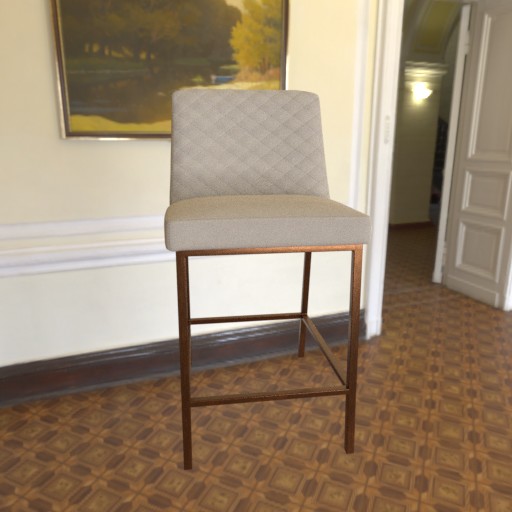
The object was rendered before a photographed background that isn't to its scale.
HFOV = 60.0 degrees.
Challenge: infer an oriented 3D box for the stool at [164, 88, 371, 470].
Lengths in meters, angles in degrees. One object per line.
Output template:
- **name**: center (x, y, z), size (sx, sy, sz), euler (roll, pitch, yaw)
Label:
- **stool**: center (0.000, 0.000, 1.311), size (0.507, 0.973, 0.576), euler (-2, 15, -8)
